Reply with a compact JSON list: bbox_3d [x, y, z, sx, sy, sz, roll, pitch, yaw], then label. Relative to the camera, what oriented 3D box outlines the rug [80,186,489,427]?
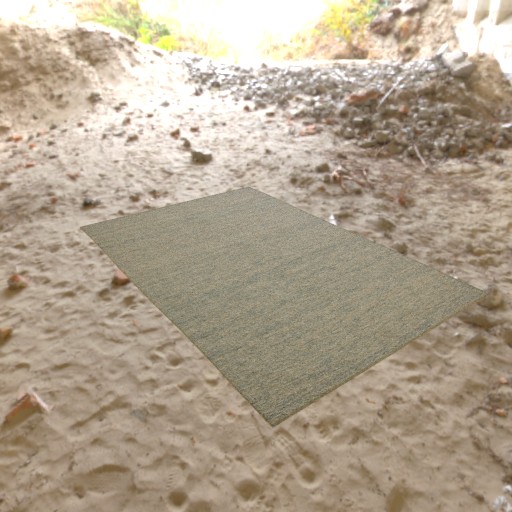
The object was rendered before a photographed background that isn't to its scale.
[{"bbox_3d":[0.000,0.000,2.868,1.547,0.013,2.283,-19,33,-32],"label":"rug"}]
